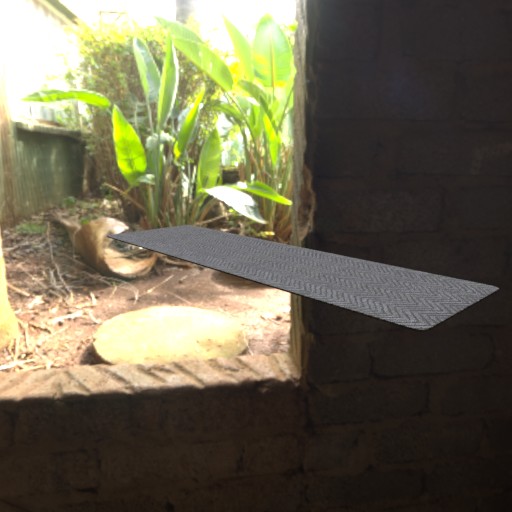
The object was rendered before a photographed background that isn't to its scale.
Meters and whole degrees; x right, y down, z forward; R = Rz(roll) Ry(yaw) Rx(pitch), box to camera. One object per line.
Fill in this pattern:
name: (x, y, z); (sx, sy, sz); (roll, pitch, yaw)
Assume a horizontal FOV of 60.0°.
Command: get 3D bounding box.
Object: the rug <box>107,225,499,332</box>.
rug: (0.000, 0.000, 2.446); (0.686, 0.008, 2.286); (-12, 18, -42)
